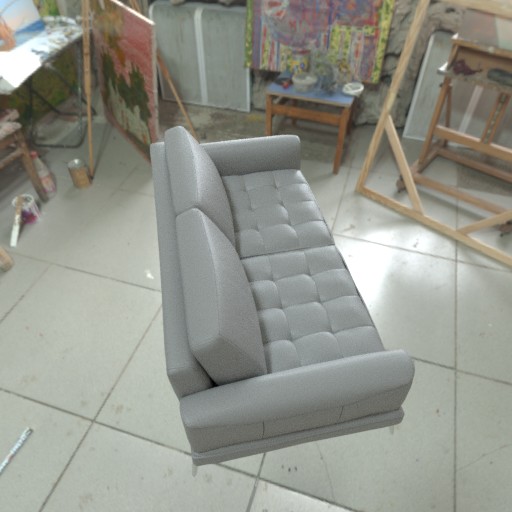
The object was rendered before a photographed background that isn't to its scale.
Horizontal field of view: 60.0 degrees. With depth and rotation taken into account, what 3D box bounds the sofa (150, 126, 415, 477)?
[{"bbox_3d":[0.000,0.000,2.734,1.121,0.930,2.177,-8,47,-8],"label":"sofa"}]
